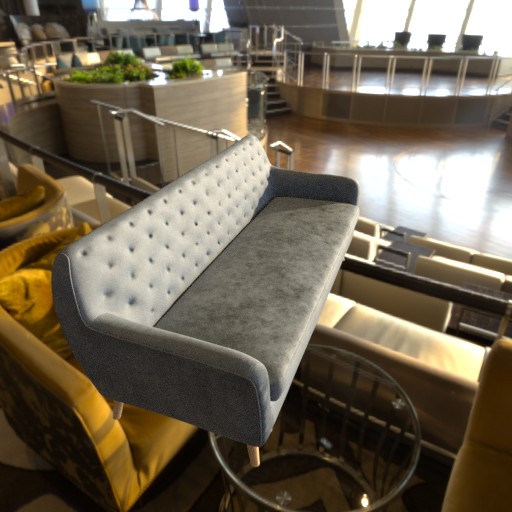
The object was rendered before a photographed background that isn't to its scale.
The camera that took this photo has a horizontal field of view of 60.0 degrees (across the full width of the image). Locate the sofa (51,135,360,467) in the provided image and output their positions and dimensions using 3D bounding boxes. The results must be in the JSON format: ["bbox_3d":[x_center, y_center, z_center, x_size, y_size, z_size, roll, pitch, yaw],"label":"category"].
[{"bbox_3d":[0.000,0.000,2.349,0.841,0.832,1.975,10,31,18],"label":"sofa"}]
